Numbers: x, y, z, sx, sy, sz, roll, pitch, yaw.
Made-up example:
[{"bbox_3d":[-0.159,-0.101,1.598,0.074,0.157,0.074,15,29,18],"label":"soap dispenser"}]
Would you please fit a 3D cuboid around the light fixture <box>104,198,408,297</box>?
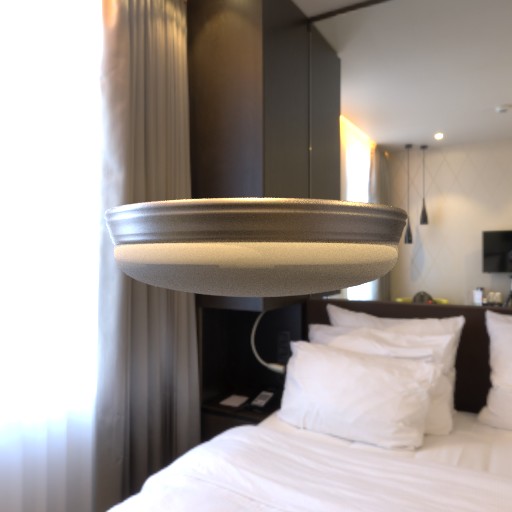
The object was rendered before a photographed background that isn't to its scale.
[{"bbox_3d":[0.000,0.000,0.567,0.368,0.100,0.368,0,0,0],"label":"light fixture"}]
